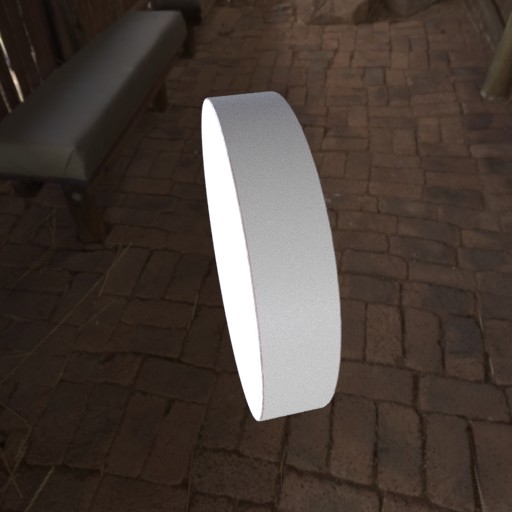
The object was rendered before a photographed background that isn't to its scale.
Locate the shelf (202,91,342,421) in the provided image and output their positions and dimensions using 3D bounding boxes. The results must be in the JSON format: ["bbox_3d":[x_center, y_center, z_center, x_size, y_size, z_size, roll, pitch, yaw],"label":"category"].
[{"bbox_3d":[0.000,0.000,1.174,0.158,0.807,0.806,-9,46,-9],"label":"shelf"}]
